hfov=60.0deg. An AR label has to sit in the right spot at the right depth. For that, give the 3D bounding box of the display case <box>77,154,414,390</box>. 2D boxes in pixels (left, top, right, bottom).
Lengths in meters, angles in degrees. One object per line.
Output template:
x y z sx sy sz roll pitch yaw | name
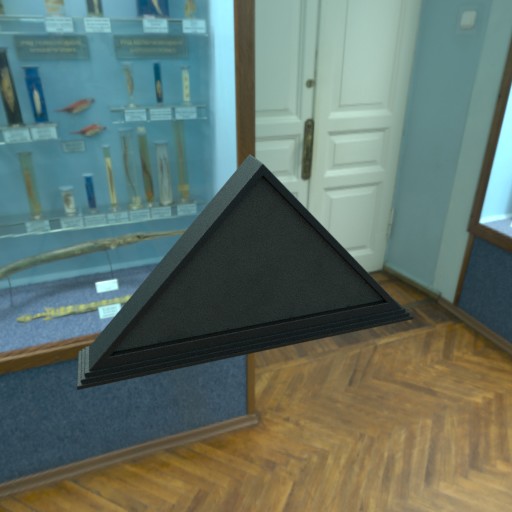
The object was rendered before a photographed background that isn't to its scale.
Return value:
0.000 0.000 0.772 0.640 0.340 0.095 -8 27 -16 | display case
